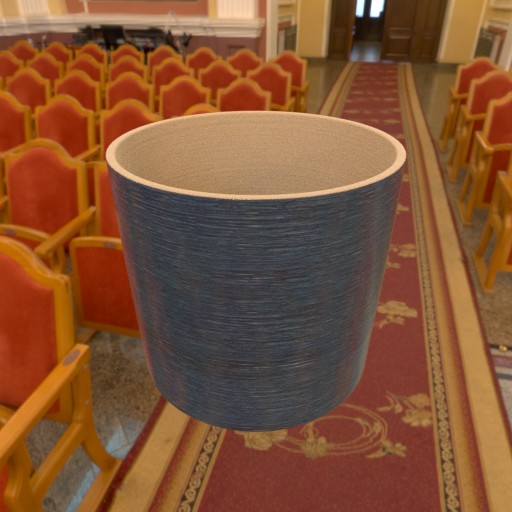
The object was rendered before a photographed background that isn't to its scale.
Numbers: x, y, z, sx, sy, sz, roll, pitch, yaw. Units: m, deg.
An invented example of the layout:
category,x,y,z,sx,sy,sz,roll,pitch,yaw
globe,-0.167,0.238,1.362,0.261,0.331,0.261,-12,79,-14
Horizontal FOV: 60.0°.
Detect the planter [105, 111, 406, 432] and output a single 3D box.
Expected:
category,x,y,z,sx,sy,sz,roll,pitch,yaw
planter,0.000,0.000,0.390,0.221,0.201,0.221,0,30,0
